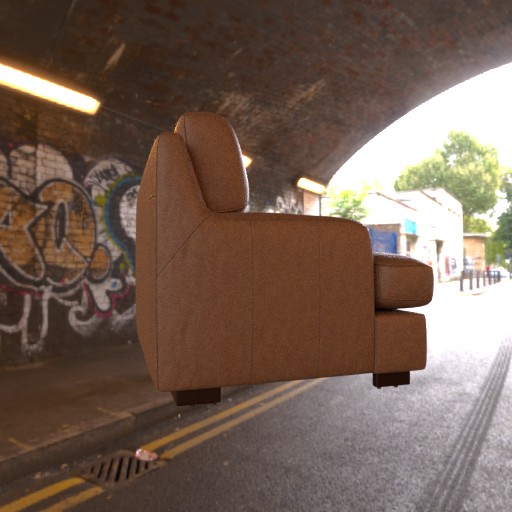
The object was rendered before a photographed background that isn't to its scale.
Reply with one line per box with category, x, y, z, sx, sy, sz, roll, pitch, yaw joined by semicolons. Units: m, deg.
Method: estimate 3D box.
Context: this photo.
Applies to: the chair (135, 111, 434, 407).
chair;0.000;0.000;2.054;1.050;0.978;1.276;0;-2;-18
